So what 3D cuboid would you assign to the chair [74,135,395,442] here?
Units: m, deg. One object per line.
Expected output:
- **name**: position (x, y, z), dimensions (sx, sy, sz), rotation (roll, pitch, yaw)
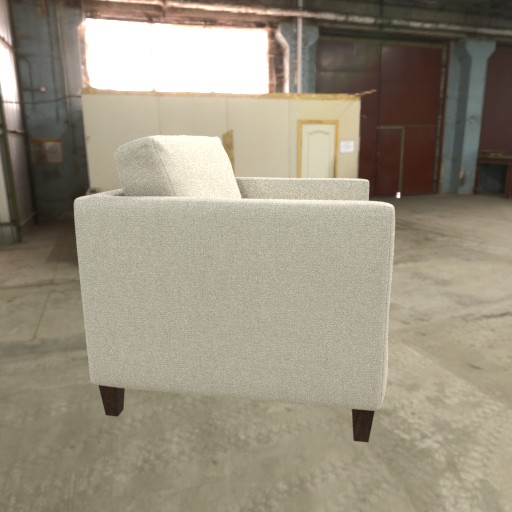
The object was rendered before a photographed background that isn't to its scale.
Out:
- **chair**: position (0.000, 0.000, 1.732), dimensions (0.959, 0.919, 0.996), rotation (2, 14, 9)
